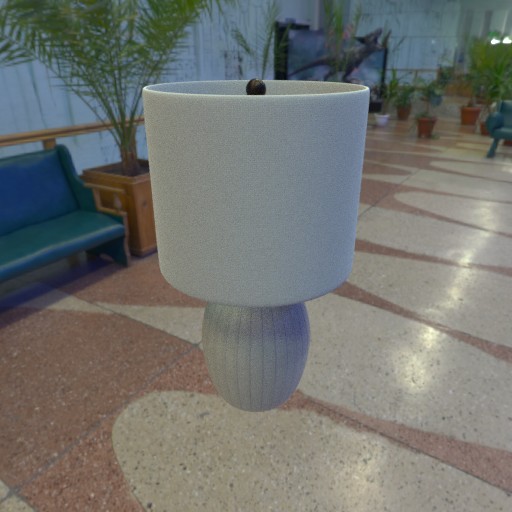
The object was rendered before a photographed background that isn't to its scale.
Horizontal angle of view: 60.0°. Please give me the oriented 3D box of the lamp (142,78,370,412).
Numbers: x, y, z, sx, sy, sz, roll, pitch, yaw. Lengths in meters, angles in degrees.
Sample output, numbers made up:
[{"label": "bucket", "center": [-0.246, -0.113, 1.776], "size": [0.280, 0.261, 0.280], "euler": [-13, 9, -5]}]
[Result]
[{"label": "lamp", "center": [0.000, 0.000, 0.766], "size": [0.328, 0.570, 0.328], "euler": [0, 25, 0]}]
